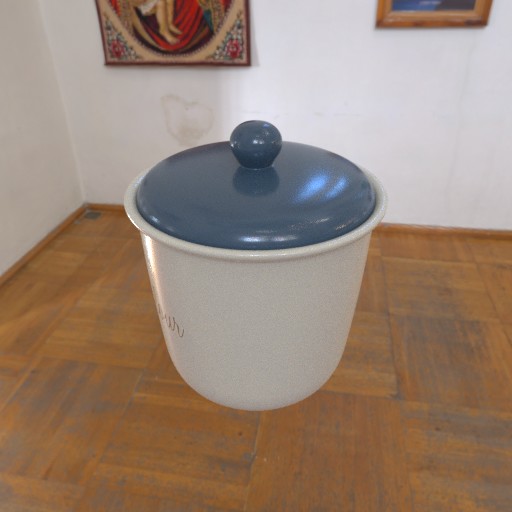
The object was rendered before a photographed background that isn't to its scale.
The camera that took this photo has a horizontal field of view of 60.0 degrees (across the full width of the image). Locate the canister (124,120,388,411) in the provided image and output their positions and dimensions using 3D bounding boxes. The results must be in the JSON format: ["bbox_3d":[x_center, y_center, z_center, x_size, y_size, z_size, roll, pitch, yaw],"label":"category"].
[{"bbox_3d":[0.000,0.000,0.345,0.182,0.208,0.182,0,33,0],"label":"canister"}]
